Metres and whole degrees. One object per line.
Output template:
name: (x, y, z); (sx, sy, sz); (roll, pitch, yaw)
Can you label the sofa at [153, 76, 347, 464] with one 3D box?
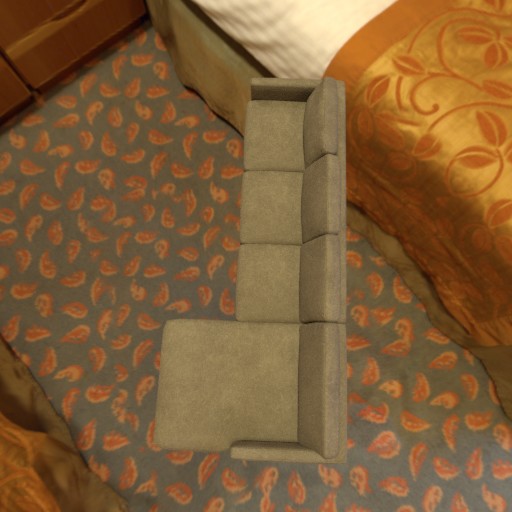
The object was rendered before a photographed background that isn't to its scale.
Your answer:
sofa: (0.000, 0.000, 4.131); (1.604, 0.950, 3.471); (2, 76, 1)
